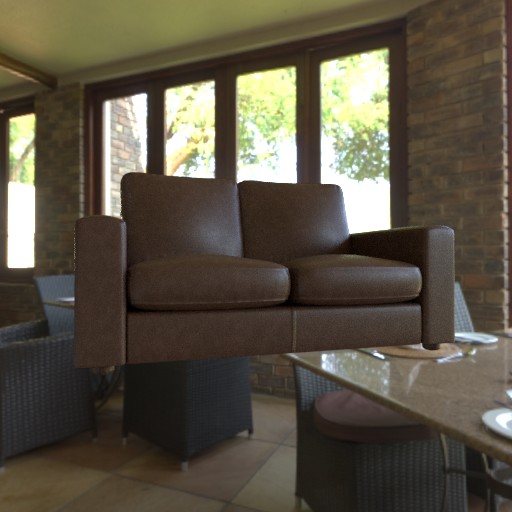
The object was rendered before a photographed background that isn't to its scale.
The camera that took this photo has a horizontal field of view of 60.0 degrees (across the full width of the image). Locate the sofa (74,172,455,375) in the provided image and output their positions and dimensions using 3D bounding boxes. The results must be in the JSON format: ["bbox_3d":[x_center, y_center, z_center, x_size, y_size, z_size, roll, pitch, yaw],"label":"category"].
[{"bbox_3d":[0.000,0.000,2.214,1.616,0.873,1.016,0,-1,-18],"label":"sofa"}]
